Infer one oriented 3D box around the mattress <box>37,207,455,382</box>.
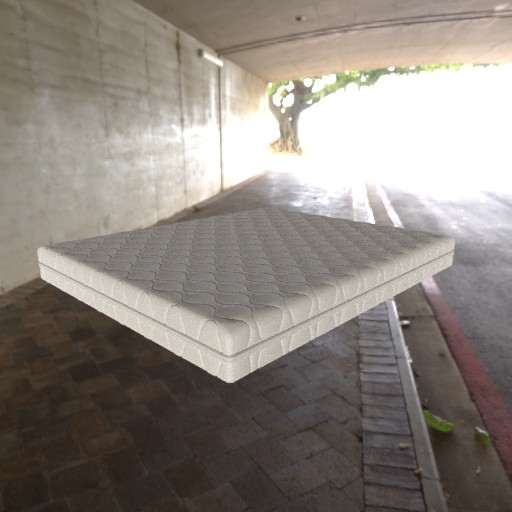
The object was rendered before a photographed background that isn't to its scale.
[{"bbox_3d":[0.000,0.000,2.622,1.600,0.200,1.900,15,21,42],"label":"mattress"}]
